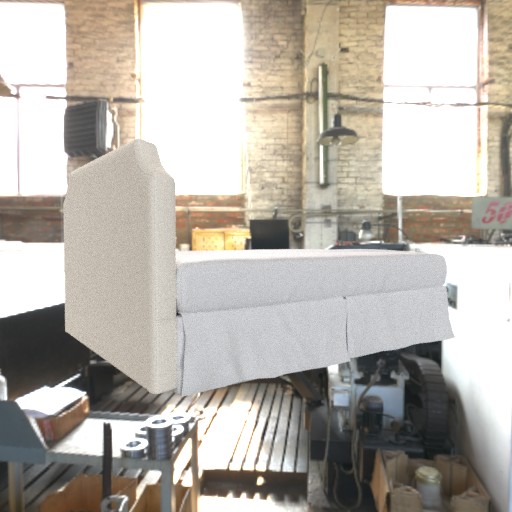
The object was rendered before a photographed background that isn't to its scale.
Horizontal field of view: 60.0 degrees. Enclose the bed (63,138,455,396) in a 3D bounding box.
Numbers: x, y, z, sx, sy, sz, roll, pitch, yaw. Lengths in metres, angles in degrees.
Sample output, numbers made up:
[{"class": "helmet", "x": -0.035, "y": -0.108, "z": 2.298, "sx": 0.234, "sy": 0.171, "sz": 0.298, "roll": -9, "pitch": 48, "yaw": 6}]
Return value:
[{"class": "bed", "x": 0.000, "y": 0.000, "z": 3.533, "sx": 2.498, "sy": 1.293, "sz": 1.977, "roll": -1, "pitch": 3, "yaw": -36}]
